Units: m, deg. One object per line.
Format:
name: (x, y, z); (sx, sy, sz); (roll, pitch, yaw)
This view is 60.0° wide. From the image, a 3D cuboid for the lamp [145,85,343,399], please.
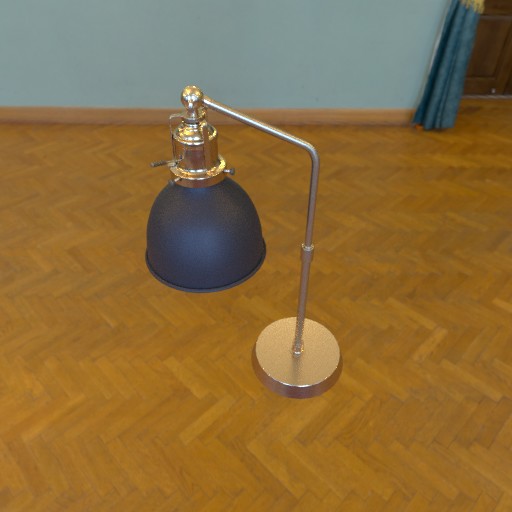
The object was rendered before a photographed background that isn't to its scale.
lamp: (0.000, 0.000, 0.596); (0.291, 0.456, 0.160); (0, 41, -1)
